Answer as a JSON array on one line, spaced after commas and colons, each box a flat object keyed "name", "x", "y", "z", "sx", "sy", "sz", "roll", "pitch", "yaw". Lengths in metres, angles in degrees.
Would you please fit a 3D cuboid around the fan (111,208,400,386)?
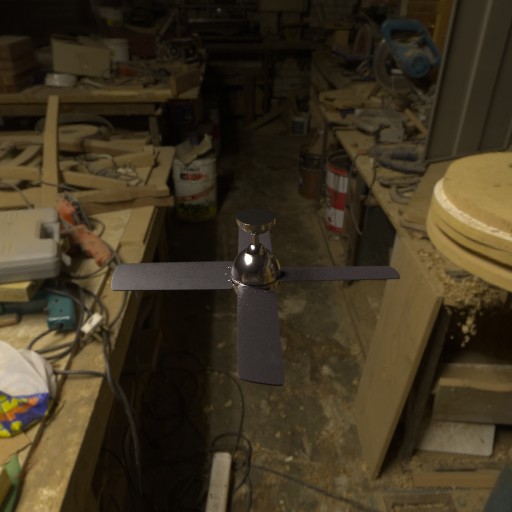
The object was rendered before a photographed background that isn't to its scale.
[{"name": "fan", "x": 0.000, "y": 0.000, "z": 2.024, "sx": 1.332, "sy": 0.403, "sz": 1.332, "roll": -1, "pitch": 32, "yaw": -1}]
